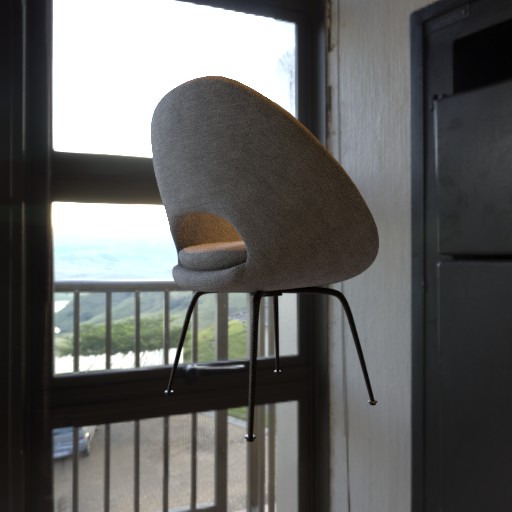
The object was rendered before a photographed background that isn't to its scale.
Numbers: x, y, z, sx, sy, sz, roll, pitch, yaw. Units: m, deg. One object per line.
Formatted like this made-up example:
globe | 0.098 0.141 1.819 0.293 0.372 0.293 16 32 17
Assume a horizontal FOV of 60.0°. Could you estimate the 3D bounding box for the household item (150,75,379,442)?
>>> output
household item | 0.000 0.000 1.312 0.587 0.869 0.643 0 -1 -36
